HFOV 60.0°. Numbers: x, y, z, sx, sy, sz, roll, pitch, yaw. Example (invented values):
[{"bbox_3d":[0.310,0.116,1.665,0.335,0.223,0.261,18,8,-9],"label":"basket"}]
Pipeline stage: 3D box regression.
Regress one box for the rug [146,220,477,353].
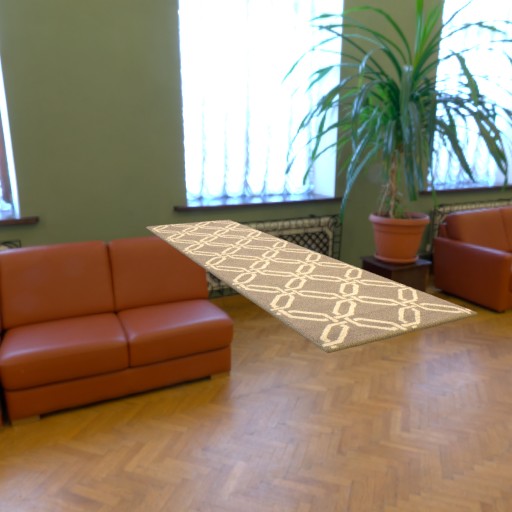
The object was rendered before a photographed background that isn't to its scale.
[{"bbox_3d":[0.000,0.000,2.467,0.678,0.014,2.276,-7,16,-26],"label":"rug"}]
